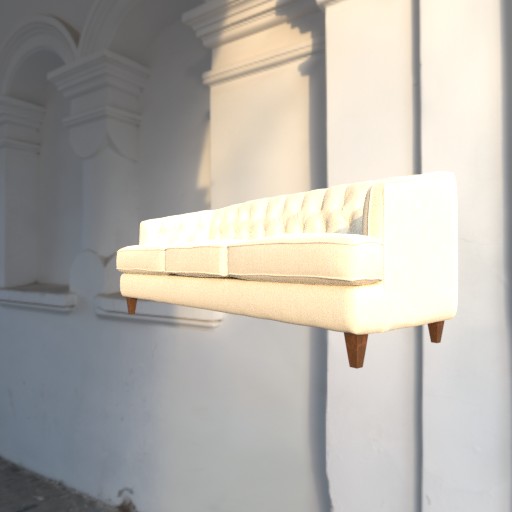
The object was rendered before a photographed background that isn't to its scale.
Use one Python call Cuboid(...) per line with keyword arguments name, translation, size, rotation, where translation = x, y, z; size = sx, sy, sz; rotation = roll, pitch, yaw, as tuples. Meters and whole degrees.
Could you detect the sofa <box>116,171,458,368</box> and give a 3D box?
Cuboid(name="sofa", translation=(0.000, 0.000, 2.711), size=(0.941, 0.855, 2.278), rotation=(0, -1, -38))
